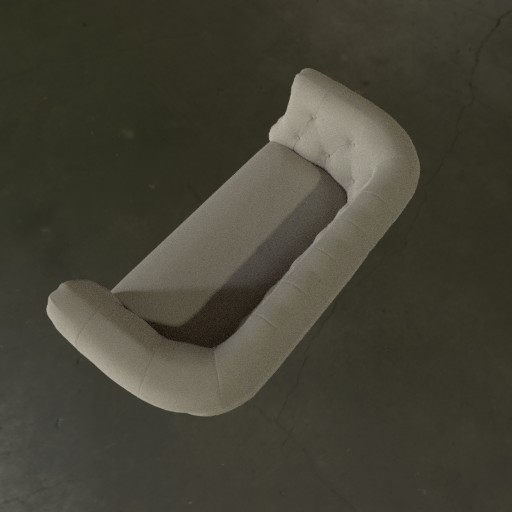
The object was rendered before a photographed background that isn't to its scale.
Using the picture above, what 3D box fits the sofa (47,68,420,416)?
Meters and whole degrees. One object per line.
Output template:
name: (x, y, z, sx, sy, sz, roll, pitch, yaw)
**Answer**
sofa: (0.000, 0.000, 2.002, 0.835, 0.827, 1.558, 37, 69, 17)
